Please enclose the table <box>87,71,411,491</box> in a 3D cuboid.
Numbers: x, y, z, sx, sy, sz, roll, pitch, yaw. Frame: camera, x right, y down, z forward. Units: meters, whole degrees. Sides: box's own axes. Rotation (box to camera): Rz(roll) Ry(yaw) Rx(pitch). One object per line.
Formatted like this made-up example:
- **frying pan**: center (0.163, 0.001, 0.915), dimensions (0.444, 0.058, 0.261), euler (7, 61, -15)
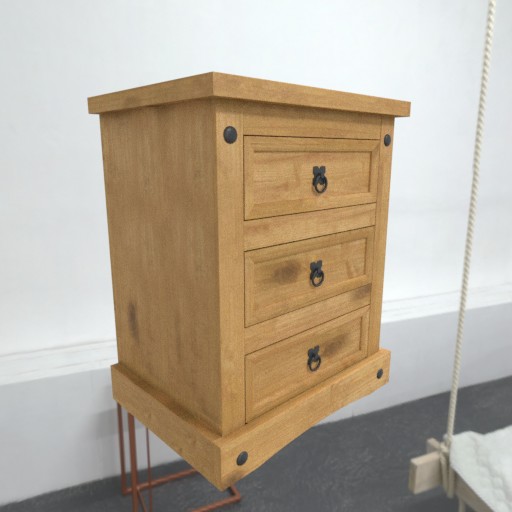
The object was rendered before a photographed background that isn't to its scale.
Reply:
- **table**: center (0.000, 0.000, 1.215), dimensions (0.660, 0.813, 0.500), euler (-12, 18, -42)
